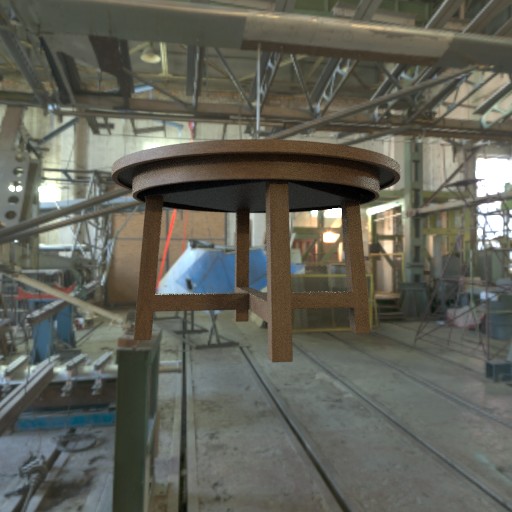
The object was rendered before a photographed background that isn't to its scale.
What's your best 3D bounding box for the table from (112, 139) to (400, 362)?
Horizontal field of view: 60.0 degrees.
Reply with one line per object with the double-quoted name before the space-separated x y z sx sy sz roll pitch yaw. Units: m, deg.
"table" 0.000 0.000 2.126 1.319 0.762 1.319 0 -1 0
